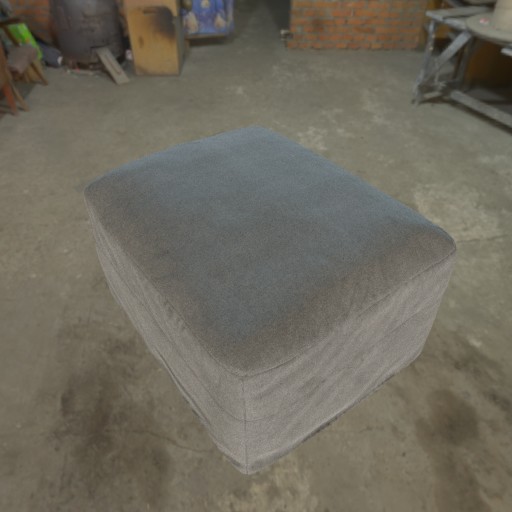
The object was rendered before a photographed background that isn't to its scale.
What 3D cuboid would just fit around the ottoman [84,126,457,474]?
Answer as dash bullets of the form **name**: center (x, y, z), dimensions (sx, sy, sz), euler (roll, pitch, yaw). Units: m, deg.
- **ottoman**: center (0.000, 0.000, 1.245), dimensions (0.683, 0.481, 0.837), euler (-26, 47, -27)
